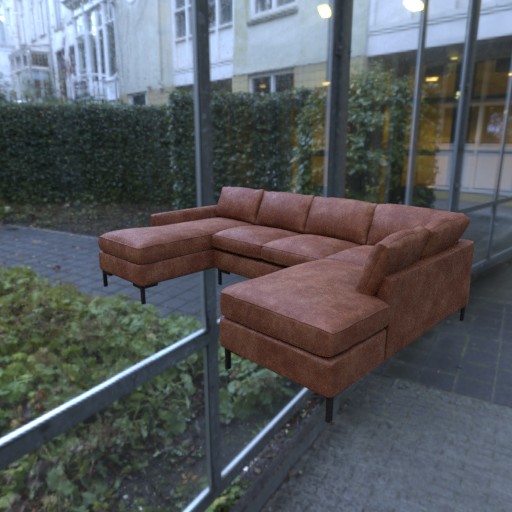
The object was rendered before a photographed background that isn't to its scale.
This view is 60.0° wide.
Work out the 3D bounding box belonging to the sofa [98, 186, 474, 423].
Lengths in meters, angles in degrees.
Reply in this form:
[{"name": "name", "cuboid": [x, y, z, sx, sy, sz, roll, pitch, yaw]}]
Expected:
[{"name": "sofa", "cuboid": [0.000, 0.000, 3.810, 2.956, 0.900, 1.939, 14, 21, 43]}]
